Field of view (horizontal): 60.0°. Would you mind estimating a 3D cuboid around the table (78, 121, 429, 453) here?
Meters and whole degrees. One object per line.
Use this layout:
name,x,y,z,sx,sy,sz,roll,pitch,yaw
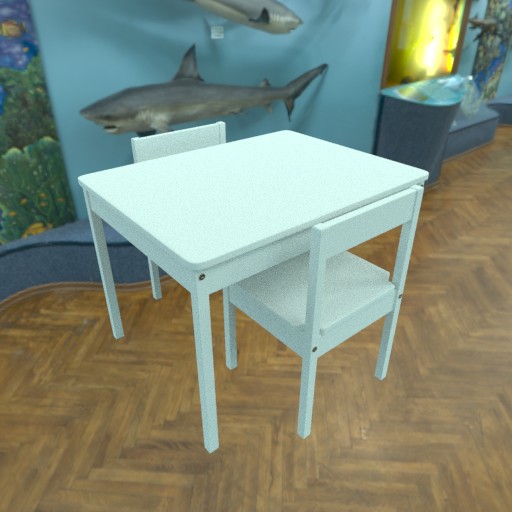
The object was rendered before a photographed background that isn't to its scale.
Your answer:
table,0.000,0.000,1.120,0.650,0.503,0.672,-22,37,-33
